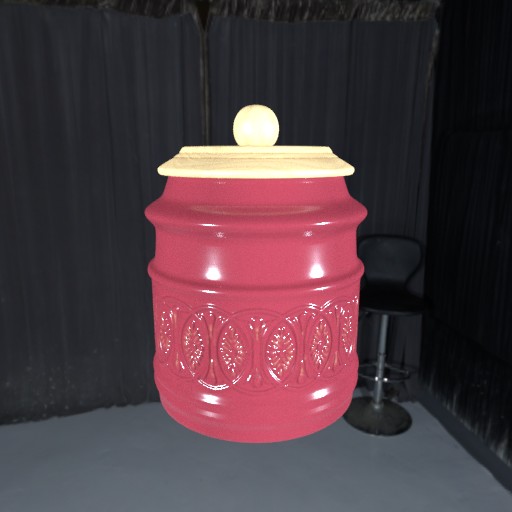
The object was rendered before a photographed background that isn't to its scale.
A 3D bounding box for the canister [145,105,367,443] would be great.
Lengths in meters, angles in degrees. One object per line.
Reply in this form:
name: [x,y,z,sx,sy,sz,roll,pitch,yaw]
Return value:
canister: [0.000,0.000,0.272,0.130,0.176,0.130,0,13,0]
